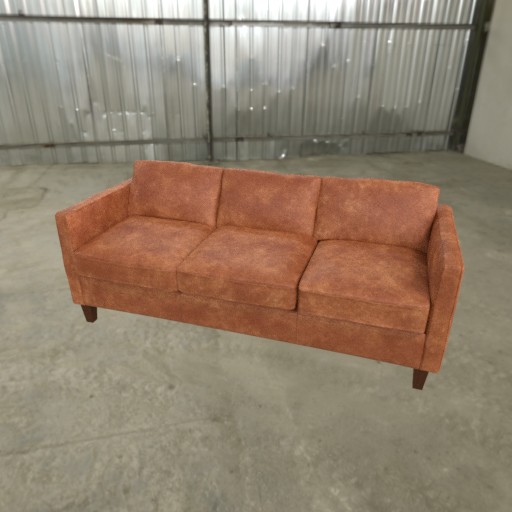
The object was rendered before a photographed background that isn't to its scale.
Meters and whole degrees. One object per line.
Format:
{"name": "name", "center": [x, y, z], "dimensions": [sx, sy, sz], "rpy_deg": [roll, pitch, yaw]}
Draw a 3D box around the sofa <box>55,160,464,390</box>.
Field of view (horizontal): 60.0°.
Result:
{"name": "sofa", "center": [0.000, 0.000, 3.018], "dimensions": [2.464, 1.006, 1.045], "rpy_deg": [8, 27, 16]}
